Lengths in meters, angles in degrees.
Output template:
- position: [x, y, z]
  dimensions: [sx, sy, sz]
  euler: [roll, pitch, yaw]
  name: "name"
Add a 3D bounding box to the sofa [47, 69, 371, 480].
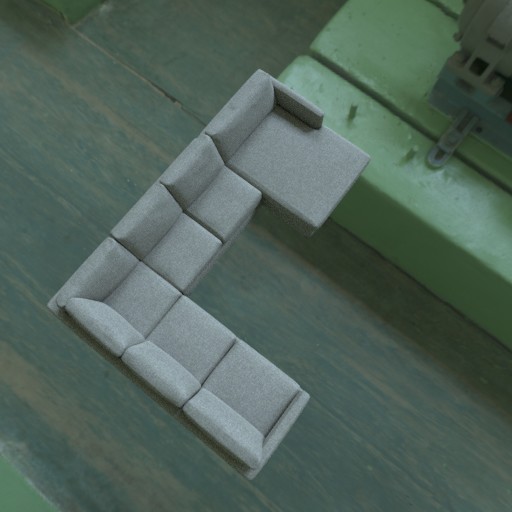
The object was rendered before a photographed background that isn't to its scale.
- position: [0.000, 0.000, 4.701]
  dimensions: [2.593, 0.959, 3.460]
  euler: [37, 78, 9]
  name: "sofa"
